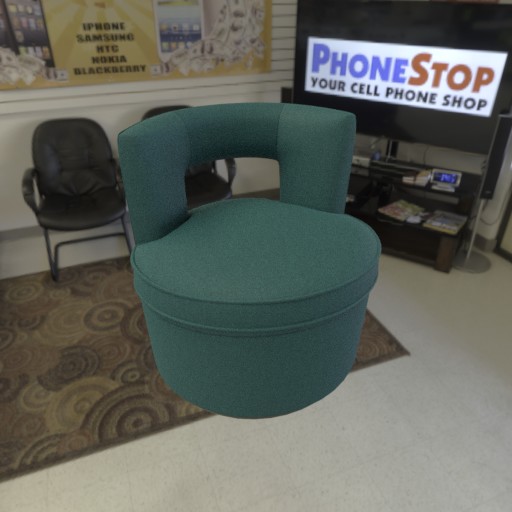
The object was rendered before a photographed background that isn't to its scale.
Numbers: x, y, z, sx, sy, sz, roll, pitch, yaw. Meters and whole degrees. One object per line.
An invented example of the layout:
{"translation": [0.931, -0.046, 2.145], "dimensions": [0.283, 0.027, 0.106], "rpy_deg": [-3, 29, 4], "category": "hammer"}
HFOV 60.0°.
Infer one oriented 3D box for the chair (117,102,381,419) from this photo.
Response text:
{"translation": [0.000, 0.000, 1.257], "dimensions": [0.684, 0.711, 0.660], "rpy_deg": [-10, 33, -15], "category": "chair"}
